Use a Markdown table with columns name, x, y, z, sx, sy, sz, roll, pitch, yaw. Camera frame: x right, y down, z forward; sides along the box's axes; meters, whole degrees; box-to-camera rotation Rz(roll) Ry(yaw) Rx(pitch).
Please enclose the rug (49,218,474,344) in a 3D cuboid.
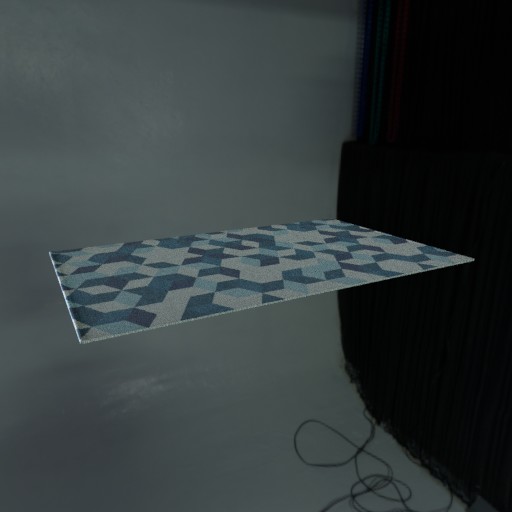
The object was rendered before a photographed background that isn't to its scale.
| name | x | y | z | sx | sy | sz | roll | pitch | yaw |
| --- | --- | --- | --- | --- | --- | --- | --- | --- | --- |
| rug | 0.000 | 0.000 | 2.989 | 2.438 | 0.015 | 1.518 | -9 | 18 | -27 |
